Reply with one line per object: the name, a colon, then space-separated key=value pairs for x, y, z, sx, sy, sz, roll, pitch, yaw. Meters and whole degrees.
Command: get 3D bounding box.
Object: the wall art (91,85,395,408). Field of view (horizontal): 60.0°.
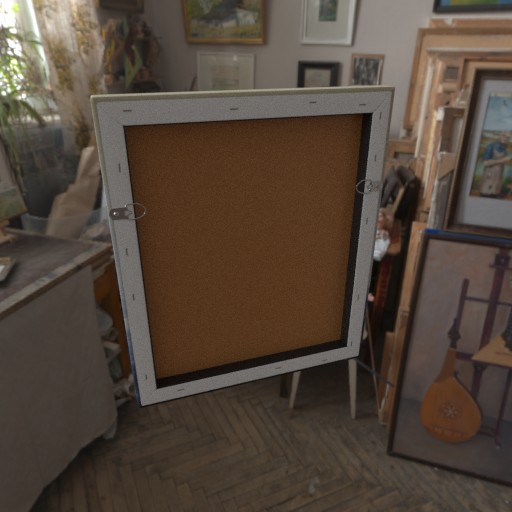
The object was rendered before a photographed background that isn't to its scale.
wall art: x=0.000 y=0.000 z=1.010 sx=0.608 sy=0.710 sz=0.041 roll=-8 pitch=27 yaw=-17
